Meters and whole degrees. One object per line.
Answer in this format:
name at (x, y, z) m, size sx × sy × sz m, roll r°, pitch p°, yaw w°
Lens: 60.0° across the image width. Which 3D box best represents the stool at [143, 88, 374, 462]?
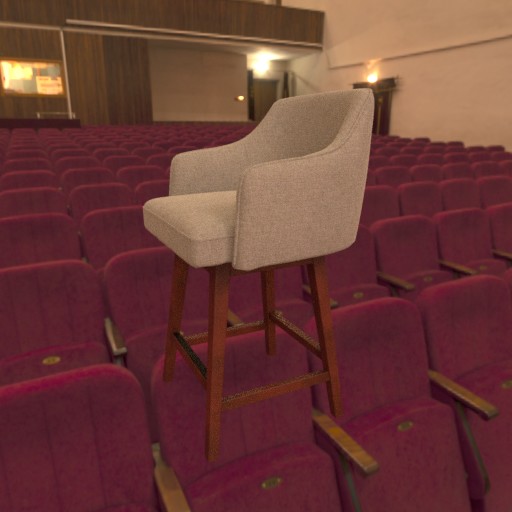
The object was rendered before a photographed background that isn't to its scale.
stool at (0.000, 0.000, 1.326) m, size 0.558 × 0.944 × 0.599 m, roll -8°, pitch 18°, yaw -25°
